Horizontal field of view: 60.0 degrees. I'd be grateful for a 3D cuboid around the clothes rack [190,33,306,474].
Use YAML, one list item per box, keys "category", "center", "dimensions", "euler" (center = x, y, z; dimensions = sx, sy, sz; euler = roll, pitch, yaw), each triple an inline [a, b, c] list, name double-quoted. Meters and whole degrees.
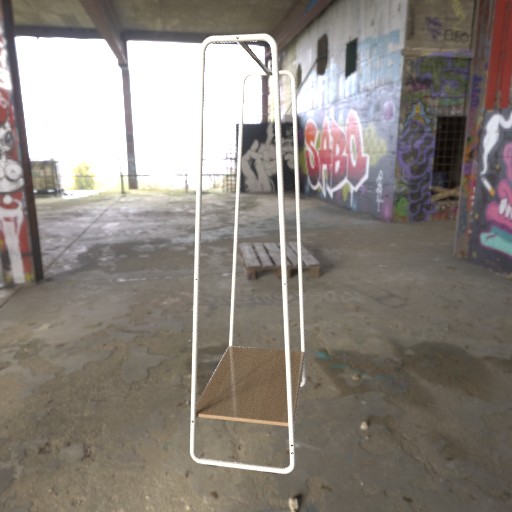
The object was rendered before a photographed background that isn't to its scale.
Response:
- category: "clothes rack"
  center: [0.000, 0.000, 1.792]
  dimensions: [0.400, 1.500, 0.640]
  euler: [2, 13, 10]
